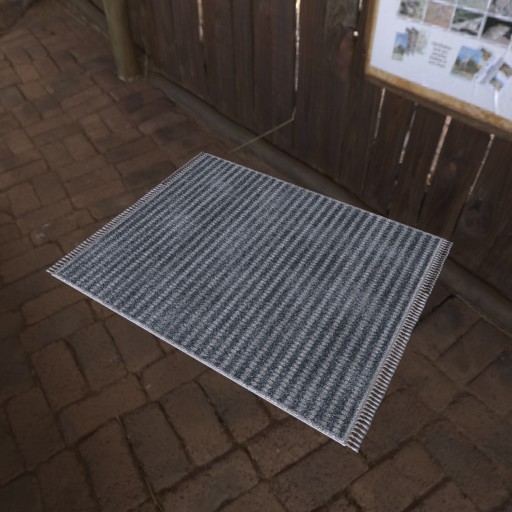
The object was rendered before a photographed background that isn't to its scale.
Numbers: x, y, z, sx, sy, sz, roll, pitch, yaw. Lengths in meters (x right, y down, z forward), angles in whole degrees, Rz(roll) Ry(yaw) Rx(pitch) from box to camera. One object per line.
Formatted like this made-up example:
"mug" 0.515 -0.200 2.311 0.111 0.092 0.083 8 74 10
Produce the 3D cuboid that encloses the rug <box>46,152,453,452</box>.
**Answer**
"rug" 0.000 0.000 3.977 2.910 0.013 2.256 24 50 22
